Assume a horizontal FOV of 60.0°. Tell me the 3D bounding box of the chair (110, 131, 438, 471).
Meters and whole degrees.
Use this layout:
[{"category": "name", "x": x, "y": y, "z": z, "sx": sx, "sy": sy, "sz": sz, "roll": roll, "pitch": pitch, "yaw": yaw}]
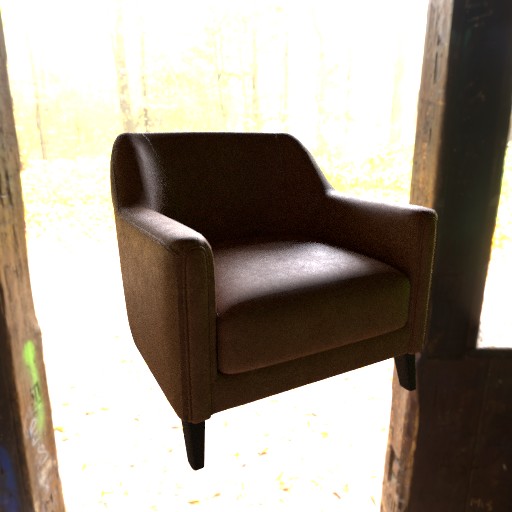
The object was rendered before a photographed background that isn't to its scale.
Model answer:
[{"category": "chair", "x": 0.000, "y": 0.000, "z": 1.811, "sx": 1.037, "sy": 0.980, "sz": 1.034, "roll": -8, "pitch": 18, "yaw": -27}]
